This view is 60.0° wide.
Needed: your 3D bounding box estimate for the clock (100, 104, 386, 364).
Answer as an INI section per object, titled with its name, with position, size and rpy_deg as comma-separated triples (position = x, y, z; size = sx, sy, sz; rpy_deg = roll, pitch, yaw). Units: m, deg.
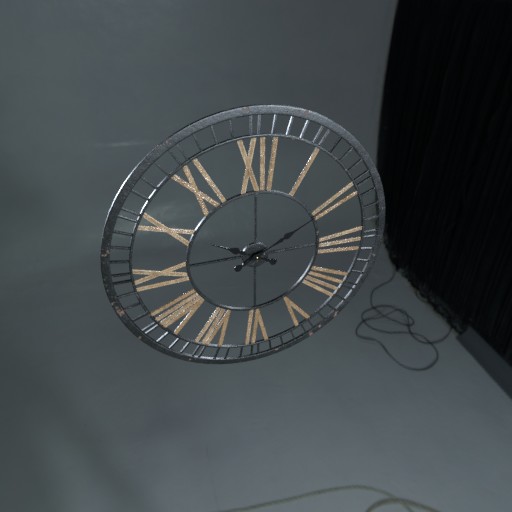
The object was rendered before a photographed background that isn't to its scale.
[clock]
position = 0.000, 0.000, 1.273
size = 0.843, 0.843, 0.025
rpy_deg = -10, 34, -15
